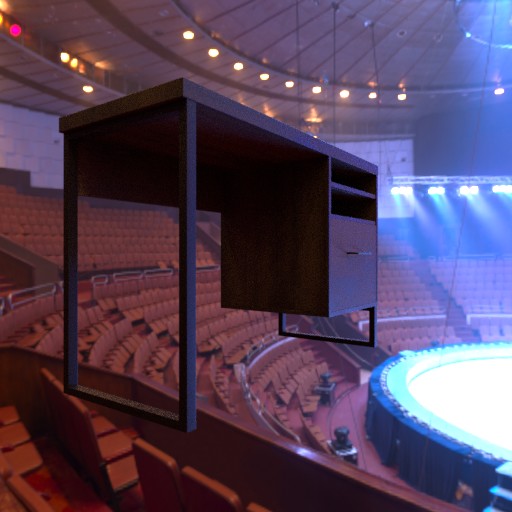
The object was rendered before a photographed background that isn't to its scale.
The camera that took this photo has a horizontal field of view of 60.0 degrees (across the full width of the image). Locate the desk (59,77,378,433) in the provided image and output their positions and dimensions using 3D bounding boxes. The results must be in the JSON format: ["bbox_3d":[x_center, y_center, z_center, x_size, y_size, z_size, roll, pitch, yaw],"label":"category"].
[{"bbox_3d":[0.000,0.000,1.519,0.511,0.752,1.134,0,0,36],"label":"desk"}]
